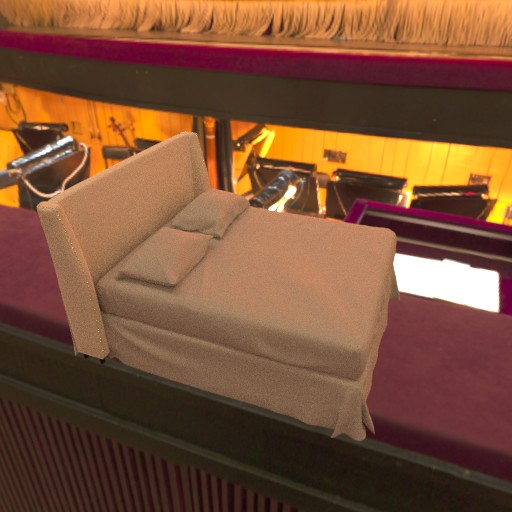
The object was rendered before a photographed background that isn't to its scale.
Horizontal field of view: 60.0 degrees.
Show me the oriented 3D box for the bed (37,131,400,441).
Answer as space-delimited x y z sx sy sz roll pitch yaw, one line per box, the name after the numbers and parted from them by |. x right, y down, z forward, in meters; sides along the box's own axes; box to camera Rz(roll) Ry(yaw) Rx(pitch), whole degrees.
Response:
0.000 0.000 3.528 2.276 1.332 1.925 11 33 18 | bed
